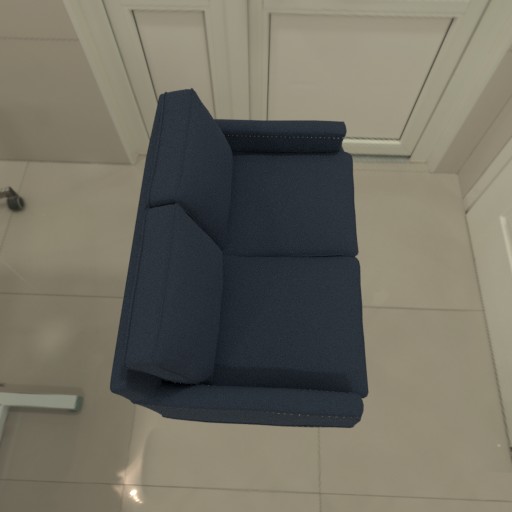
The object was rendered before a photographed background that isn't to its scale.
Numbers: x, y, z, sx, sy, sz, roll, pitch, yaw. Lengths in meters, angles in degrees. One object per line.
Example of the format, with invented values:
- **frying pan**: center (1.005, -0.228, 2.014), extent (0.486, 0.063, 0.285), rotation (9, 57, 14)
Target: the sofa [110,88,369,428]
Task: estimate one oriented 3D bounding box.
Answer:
- **sofa**: center (0.000, 0.000, 2.299), extent (1.084, 1.003, 1.597), rotation (2, 65, 1)
